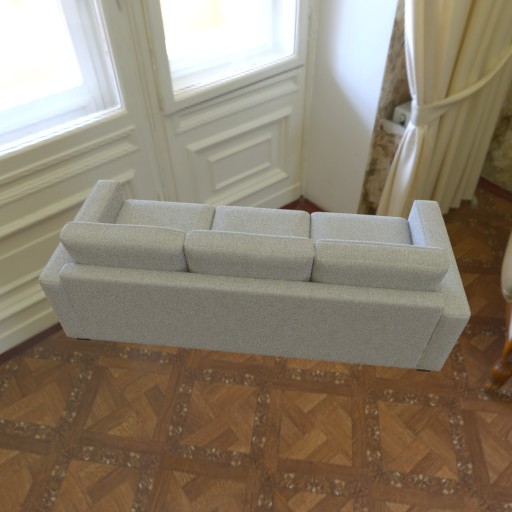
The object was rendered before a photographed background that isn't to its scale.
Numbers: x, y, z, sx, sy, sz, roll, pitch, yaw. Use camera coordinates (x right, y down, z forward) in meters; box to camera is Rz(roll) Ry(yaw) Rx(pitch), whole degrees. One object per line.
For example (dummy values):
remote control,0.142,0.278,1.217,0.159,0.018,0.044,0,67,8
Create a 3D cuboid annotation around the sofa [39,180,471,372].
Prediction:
sofa,0.000,0.000,2.550,2.120,0.800,0.900,4,45,4
